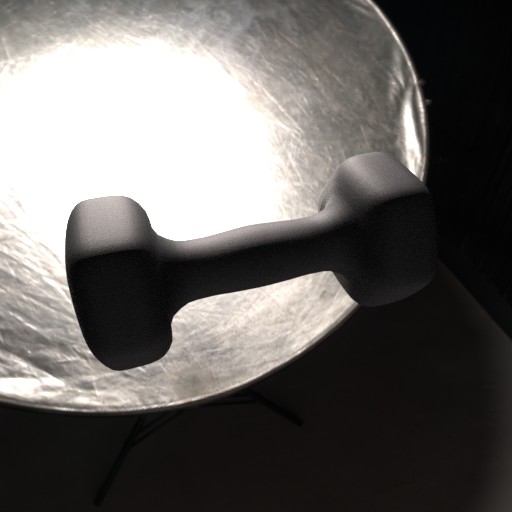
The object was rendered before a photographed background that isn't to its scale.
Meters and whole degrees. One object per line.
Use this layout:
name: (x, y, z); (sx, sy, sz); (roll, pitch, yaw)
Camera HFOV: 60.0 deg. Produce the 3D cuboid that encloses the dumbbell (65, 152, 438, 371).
dumbbell: (0.000, 0.000, 0.308); (0.240, 0.105, 0.116); (-11, 42, -13)
